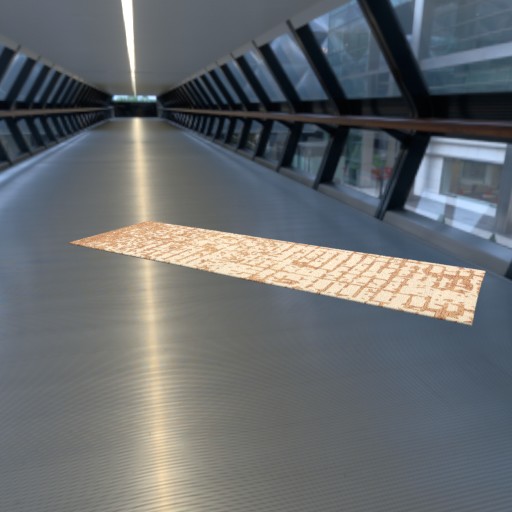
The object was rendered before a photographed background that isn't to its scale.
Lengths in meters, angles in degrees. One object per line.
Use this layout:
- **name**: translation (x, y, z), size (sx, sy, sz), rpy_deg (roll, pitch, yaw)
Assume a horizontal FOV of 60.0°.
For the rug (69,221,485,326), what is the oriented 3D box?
- **rug**: translation (0.000, 0.000, 2.669), size (2.435, 0.011, 0.750), rpy_deg (10, 20, 29)
